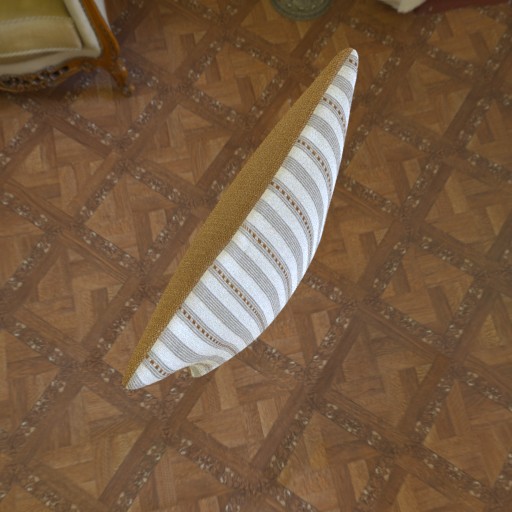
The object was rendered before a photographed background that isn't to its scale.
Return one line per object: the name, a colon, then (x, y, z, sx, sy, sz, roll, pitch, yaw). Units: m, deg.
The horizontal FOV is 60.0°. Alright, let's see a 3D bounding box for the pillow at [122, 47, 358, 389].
pillow: (0.000, 0.000, 0.655, 0.147, 0.437, 0.432, 30, 77, 8)
